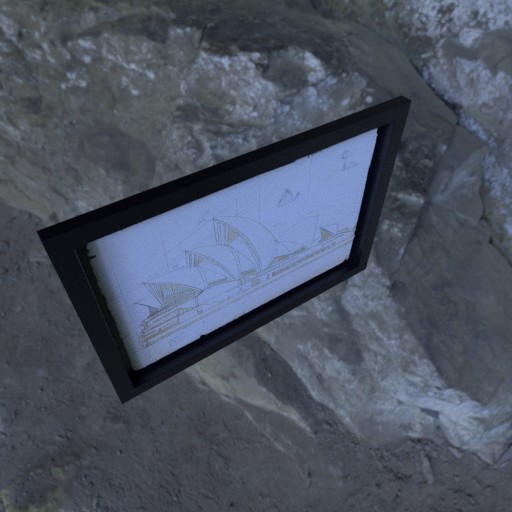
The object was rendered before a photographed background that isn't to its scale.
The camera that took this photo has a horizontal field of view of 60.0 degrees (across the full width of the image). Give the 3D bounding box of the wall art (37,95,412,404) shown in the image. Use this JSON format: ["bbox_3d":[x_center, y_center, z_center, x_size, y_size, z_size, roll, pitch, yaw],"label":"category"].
[{"bbox_3d":[0.000,0.000,0.850,0.657,0.458,0.027,-26,52,-22],"label":"wall art"}]
